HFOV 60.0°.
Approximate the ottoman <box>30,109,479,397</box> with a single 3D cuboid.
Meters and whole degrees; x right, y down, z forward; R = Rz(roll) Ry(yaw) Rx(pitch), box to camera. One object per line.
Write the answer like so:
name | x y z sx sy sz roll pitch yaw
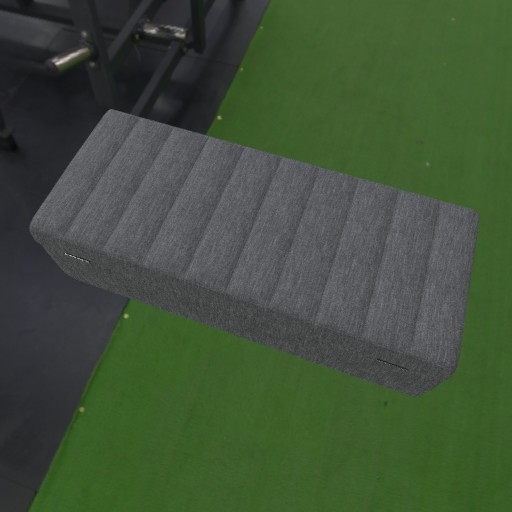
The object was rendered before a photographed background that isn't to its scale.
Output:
ottoman | 0.000 0.000 1.378 1.151 0.469 0.482 18 64 9
